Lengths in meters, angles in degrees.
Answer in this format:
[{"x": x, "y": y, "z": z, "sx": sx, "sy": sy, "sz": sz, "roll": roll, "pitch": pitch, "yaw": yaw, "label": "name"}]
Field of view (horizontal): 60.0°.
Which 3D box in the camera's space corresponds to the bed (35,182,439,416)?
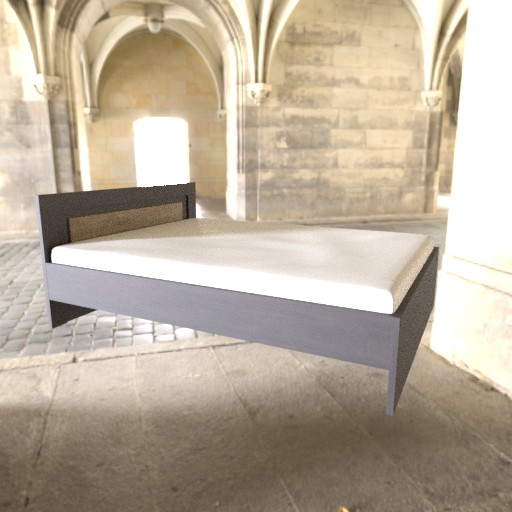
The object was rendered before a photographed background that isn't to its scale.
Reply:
[{"x": 0.000, "y": 0.000, "z": 2.879, "sx": 2.073, "sy": 0.823, "sz": 1.585, "roll": 6, "pitch": 14, "yaw": 26, "label": "bed"}]
